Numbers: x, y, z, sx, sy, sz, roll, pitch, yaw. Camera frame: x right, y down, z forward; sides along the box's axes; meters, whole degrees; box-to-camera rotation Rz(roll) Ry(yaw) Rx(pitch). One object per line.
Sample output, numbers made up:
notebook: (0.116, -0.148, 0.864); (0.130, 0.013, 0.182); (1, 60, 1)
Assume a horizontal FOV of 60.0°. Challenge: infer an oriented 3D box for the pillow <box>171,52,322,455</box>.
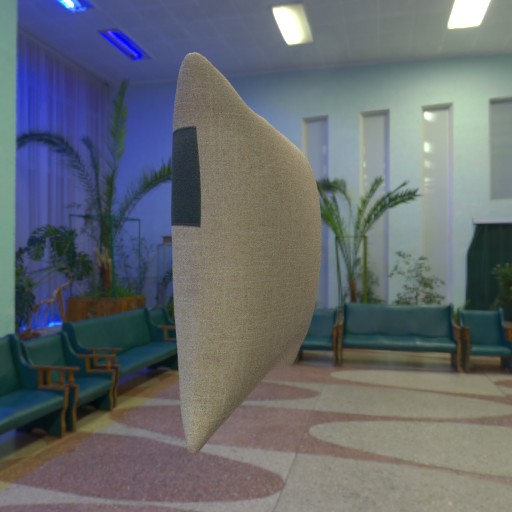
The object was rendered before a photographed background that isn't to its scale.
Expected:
pillow: (0.000, 0.000, 0.628); (0.173, 0.399, 0.414); (0, -1, 18)
